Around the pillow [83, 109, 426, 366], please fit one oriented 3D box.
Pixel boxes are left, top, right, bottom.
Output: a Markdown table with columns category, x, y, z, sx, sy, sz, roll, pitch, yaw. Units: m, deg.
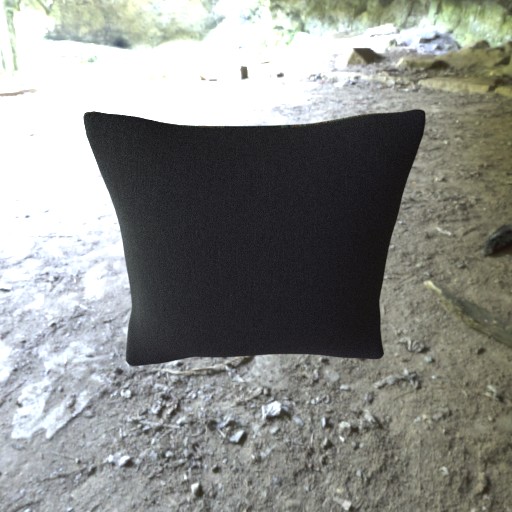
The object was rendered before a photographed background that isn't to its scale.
| category | x | y | z | sx | sy | sz | roll | pitch | yaw |
| --- | --- | --- | --- | --- | --- | --- | --- | --- | --- |
| pillow | 0.000 | 0.000 | 0.654 | 0.437 | 0.419 | 0.136 | -1 | 30 | -2 |
